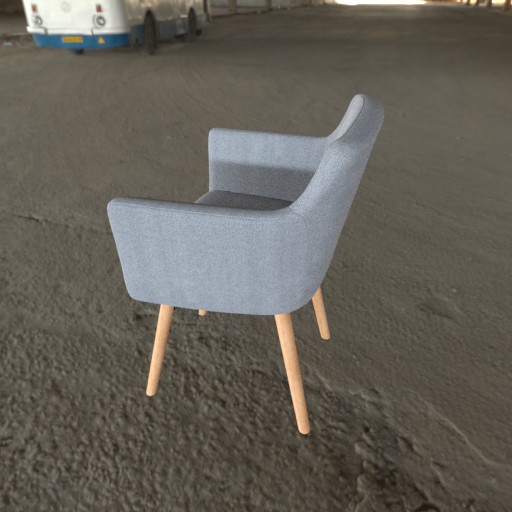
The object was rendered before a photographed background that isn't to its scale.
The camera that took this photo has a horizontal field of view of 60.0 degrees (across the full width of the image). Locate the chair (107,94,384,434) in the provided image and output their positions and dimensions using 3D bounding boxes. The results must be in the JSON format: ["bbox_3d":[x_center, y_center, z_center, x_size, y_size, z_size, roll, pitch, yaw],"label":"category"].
[{"bbox_3d":[0.000,0.000,1.153,0.540,0.780,0.570,9,32,14],"label":"chair"}]
